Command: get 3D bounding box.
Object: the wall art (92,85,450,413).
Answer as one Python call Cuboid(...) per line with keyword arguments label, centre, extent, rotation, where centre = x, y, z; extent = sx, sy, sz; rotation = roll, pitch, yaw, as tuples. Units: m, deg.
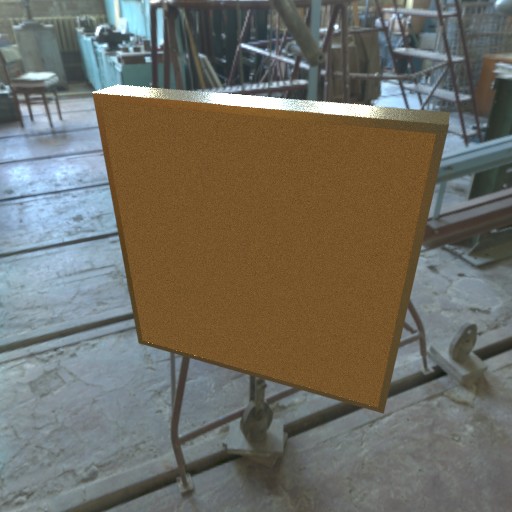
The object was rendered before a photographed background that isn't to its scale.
Cuboid(label="wall art", centre=(0.000, 0.000, 0.452), extent=(0.304, 0.304, 0.038), rotation=(11, 33, 18))
